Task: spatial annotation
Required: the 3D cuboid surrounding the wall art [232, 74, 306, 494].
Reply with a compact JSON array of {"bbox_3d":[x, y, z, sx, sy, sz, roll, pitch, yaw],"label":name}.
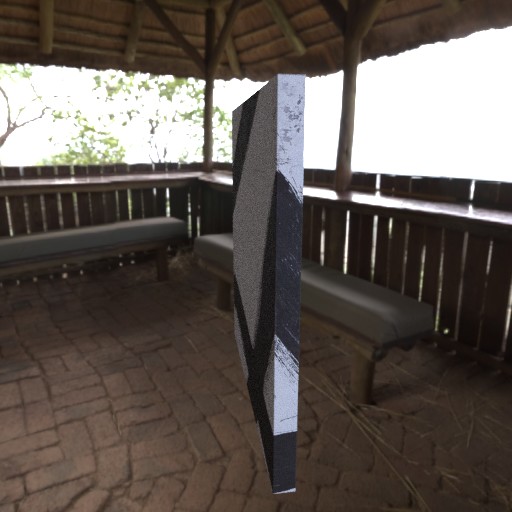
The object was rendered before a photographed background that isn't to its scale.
[{"bbox_3d":[0.000,0.000,1.140,0.046,0.765,0.765,-2,14,-8],"label":"wall art"}]
